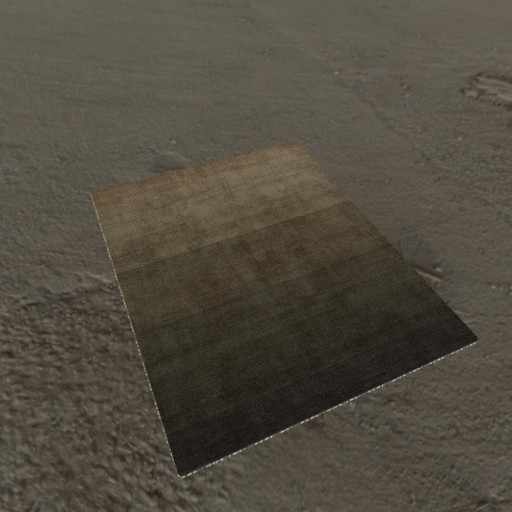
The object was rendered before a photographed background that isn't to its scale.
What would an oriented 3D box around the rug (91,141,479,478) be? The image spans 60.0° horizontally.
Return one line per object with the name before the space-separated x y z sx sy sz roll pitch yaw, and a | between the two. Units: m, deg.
rug | 0.000 0.000 3.824 2.306 0.017 2.902 -18 50 -16
